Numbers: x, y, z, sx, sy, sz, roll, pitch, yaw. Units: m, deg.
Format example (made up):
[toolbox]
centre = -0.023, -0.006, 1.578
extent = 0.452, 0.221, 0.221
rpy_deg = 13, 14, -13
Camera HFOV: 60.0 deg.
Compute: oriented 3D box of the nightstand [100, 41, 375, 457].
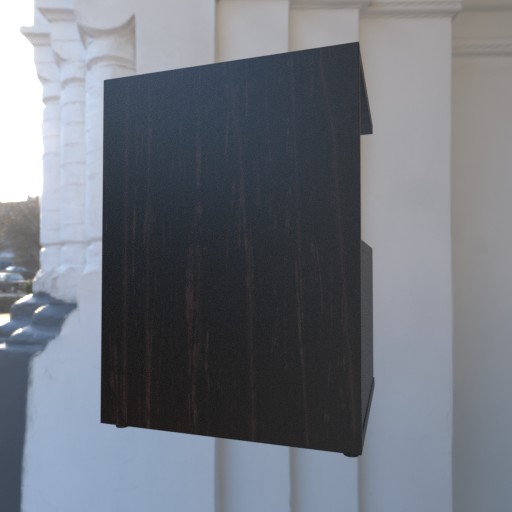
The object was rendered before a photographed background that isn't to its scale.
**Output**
[nightstand]
centre = 0.000, 0.000, 0.811
extent = 0.400, 0.559, 0.356
rpy_deg = 0, -2, 18
